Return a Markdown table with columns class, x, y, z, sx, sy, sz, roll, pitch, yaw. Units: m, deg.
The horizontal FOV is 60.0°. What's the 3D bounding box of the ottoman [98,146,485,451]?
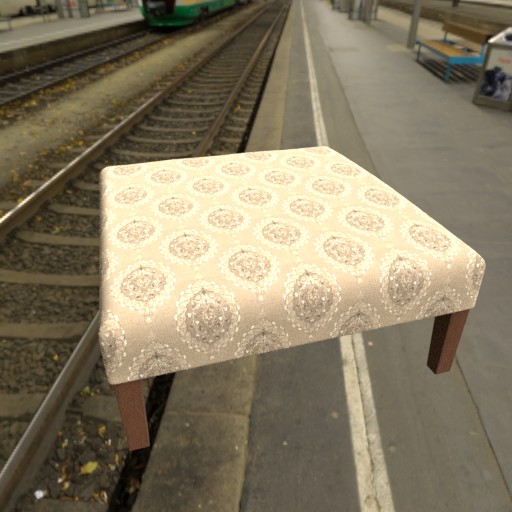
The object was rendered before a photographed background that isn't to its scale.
| class | x | y | z | sx | sy | sz | roll | pitch | yaw |
| --- | --- | --- | --- | --- | --- | --- | --- | --- | --- |
| ottoman | 0.000 | 0.000 | 1.378 | 0.889 | 0.411 | 0.890 | -9 | 33 | -14 |
